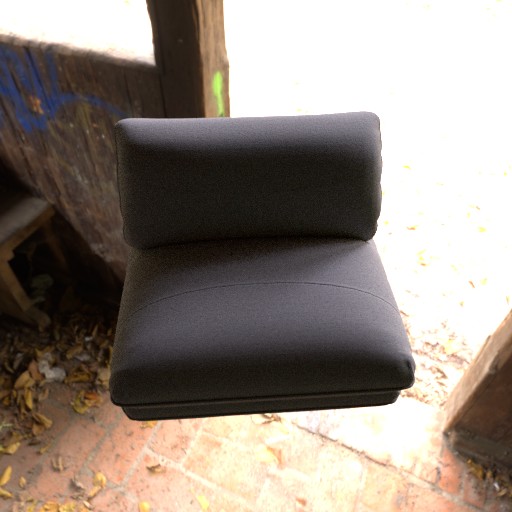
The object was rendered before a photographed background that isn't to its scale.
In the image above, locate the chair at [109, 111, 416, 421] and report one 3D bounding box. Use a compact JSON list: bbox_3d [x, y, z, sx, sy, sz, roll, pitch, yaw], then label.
[{"bbox_3d":[0.000,0.000,1.316,0.820,0.580,0.780,-3,46,-3],"label":"chair"}]
